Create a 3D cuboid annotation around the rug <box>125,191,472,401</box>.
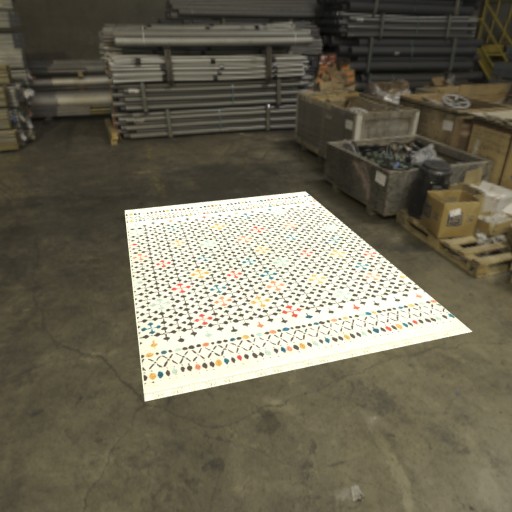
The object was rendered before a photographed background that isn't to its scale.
[{"bbox_3d":[0.000,0.000,2.098,1.146,0.006,1.556,-8,29,-15],"label":"rug"}]
